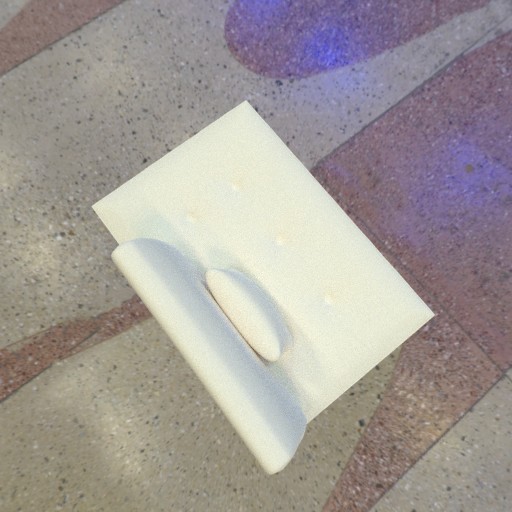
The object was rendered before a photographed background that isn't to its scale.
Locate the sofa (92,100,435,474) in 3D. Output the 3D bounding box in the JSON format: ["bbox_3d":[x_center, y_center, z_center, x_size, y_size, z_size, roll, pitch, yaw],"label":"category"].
[{"bbox_3d":[0.000,0.000,2.047,1.000,0.820,1.450,-37,79,-9],"label":"sofa"}]
